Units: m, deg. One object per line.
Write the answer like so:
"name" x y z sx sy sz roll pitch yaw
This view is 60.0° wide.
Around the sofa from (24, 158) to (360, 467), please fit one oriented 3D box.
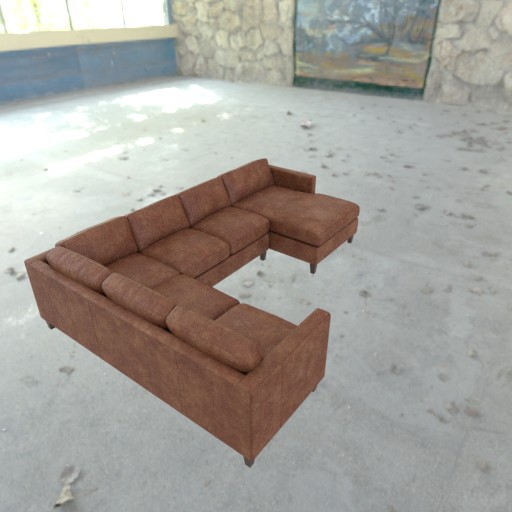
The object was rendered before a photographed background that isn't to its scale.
"sofa" 0.000 0.000 4.412 2.452 0.888 3.324 21 36 31
